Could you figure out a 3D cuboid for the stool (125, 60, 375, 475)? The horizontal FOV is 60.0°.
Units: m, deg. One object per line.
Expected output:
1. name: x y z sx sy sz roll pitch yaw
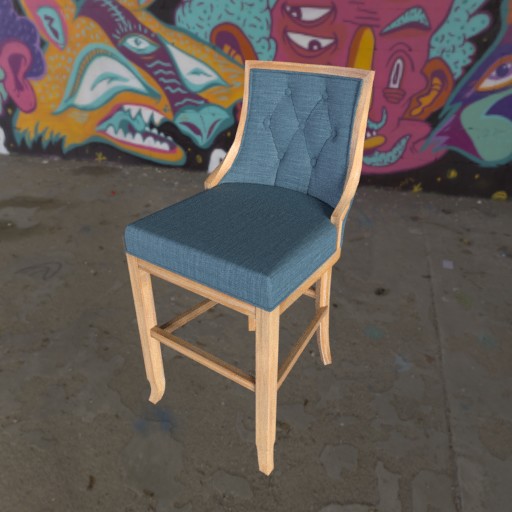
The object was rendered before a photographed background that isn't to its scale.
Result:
1. stool: 0.000 0.000 1.442 0.524 1.101 0.626 19 35 29
